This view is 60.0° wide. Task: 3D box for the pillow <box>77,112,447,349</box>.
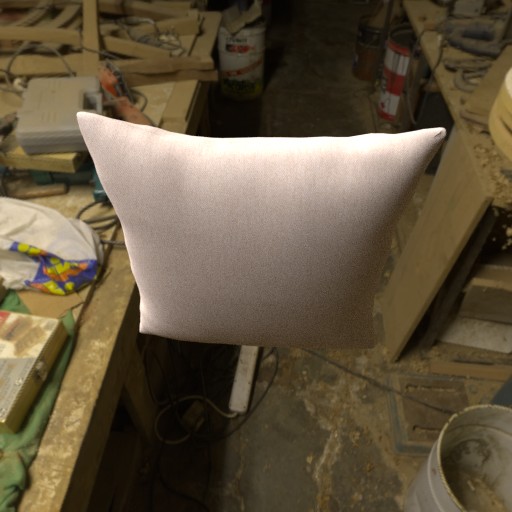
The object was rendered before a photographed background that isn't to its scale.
[{"bbox_3d":[0.000,0.000,0.666,0.433,0.436,0.173,3,47,3],"label":"pillow"}]
